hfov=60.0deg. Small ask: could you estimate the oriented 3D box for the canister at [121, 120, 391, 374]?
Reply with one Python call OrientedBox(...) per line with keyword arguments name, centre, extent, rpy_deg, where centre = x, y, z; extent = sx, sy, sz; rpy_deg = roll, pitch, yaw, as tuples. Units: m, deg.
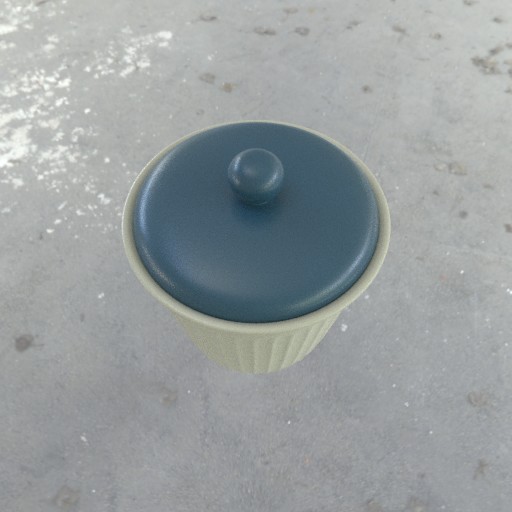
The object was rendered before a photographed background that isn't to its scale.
OrientedBox(name="canister", centre=(0.000, 0.000, 0.350), extent=(0.181, 0.211, 0.181), rpy_deg=(0, 57, 0))
